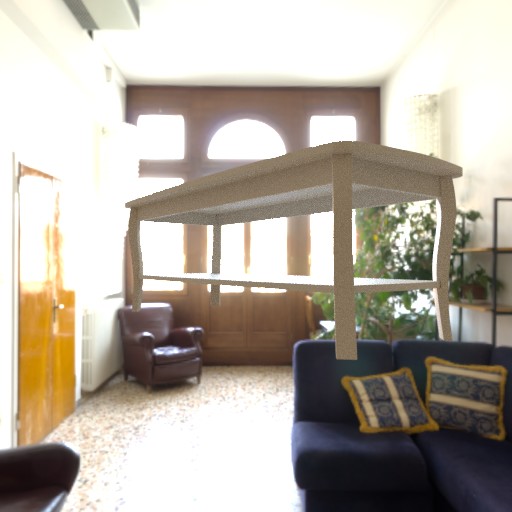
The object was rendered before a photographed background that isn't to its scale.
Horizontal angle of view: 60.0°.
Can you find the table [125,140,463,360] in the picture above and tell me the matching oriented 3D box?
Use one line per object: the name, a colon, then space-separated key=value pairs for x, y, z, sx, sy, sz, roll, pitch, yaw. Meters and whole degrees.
table: x=0.000 y=0.000 z=1.593 sx=0.561 sy=0.474 sz=1.334 roll=1 pitch=-1 yaw=-37
